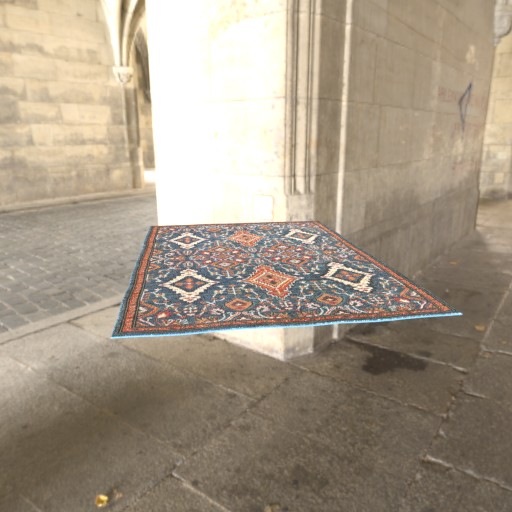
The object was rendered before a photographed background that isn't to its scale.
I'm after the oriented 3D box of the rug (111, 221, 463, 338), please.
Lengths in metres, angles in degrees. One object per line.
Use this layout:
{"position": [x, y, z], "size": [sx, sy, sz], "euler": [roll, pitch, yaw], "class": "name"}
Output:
{"position": [0.000, 0.000, 3.086], "size": [1.622, 0.009, 2.373], "euler": [-2, 16, -9], "class": "rug"}
